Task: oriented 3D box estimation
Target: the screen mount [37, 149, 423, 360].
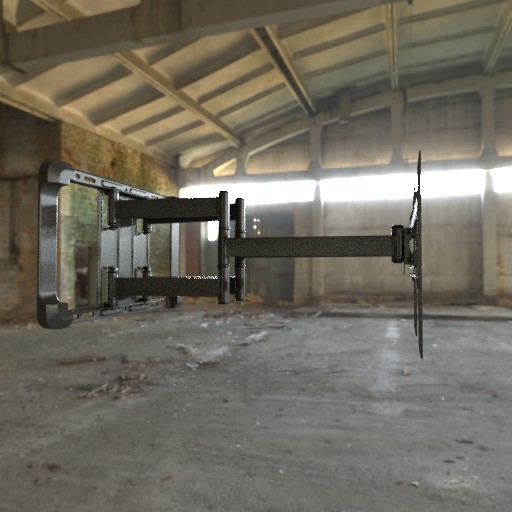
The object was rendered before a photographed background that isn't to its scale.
[{"bbox_3d":[0.000,0.000,1.303,0.905,0.483,0.725,0,-2,18],"label":"screen mount"}]
